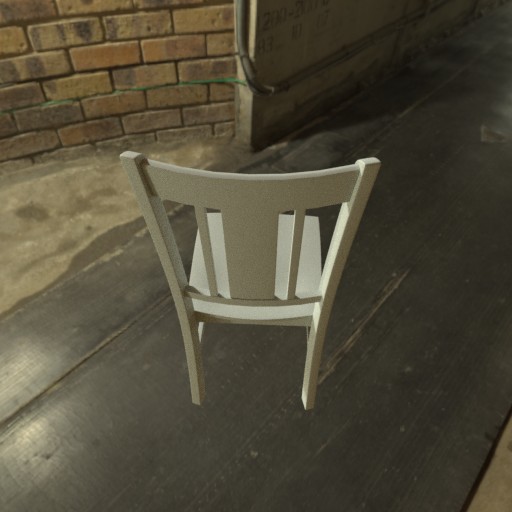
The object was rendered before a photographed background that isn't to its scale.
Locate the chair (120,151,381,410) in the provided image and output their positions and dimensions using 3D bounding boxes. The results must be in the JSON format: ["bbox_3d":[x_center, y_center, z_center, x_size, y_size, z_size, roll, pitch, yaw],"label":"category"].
[{"bbox_3d":[0.000,0.000,1.293,0.450,0.998,0.555,2,46,2],"label":"chair"}]
